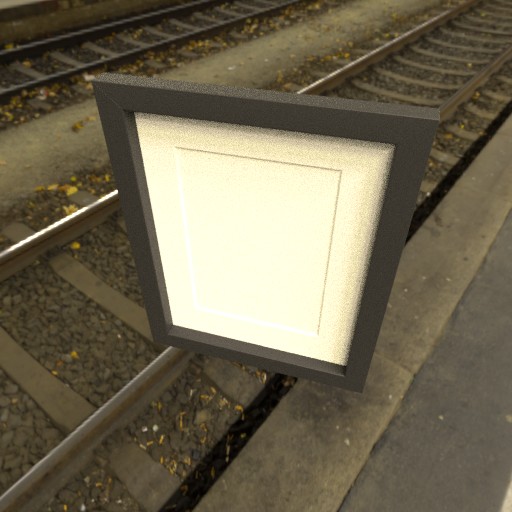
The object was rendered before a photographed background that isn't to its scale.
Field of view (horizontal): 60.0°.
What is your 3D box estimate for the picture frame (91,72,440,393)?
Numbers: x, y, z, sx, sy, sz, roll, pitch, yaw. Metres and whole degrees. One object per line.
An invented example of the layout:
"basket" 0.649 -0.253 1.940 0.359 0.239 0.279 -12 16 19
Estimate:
"picture frame" 0.000 0.000 0.514 0.307 0.383 0.036 11 42 12
